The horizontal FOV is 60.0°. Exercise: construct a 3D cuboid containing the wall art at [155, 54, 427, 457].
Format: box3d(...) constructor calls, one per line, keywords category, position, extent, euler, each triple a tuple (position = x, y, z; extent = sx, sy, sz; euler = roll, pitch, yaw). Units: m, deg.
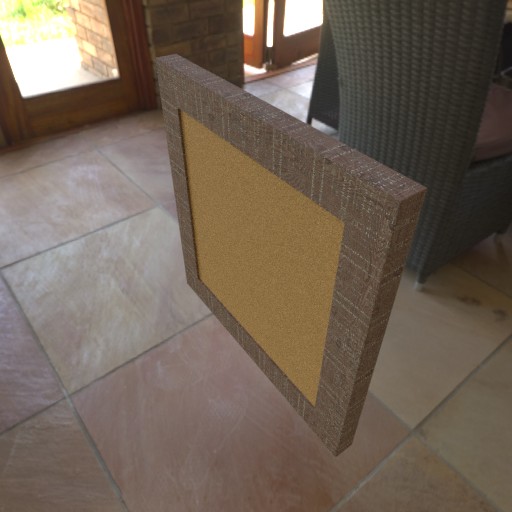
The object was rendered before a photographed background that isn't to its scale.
box3d(category="wall art", position=(0.000, 0.000, 0.768), extent=(0.040, 0.531, 0.531), euler=(-25, 47, -26))
